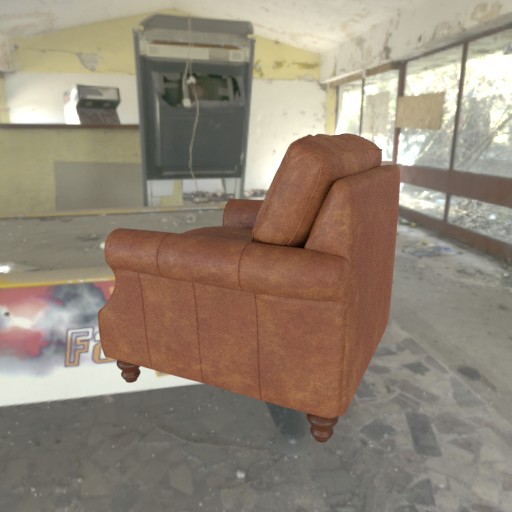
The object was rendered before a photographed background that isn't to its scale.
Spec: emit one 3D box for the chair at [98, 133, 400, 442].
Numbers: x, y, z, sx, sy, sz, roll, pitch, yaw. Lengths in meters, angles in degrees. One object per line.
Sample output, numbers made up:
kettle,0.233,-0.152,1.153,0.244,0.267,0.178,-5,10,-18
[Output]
chair,0.000,0.000,1.802,0.986,0.962,0.983,8,17,25
